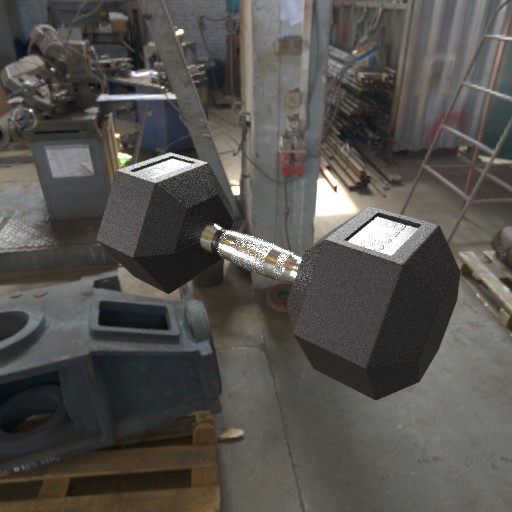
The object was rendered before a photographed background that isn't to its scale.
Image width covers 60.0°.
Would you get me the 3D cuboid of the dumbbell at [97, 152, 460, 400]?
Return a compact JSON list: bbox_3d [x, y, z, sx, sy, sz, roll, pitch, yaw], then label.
[{"bbox_3d":[0.000,0.000,0.410,0.337,0.123,0.142,21,37,32],"label":"dumbbell"}]
